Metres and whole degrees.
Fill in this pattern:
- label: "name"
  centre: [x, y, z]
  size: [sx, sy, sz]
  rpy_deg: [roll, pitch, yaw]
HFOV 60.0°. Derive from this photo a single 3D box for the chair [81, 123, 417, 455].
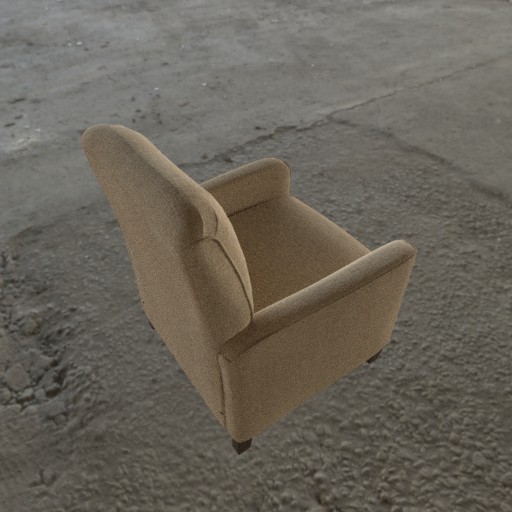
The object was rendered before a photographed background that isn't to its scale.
- label: "chair"
  centre: [0.000, 0.000, 1.630]
  size: [0.858, 1.028, 0.841]
  rpy_deg: [-25, 47, -26]
